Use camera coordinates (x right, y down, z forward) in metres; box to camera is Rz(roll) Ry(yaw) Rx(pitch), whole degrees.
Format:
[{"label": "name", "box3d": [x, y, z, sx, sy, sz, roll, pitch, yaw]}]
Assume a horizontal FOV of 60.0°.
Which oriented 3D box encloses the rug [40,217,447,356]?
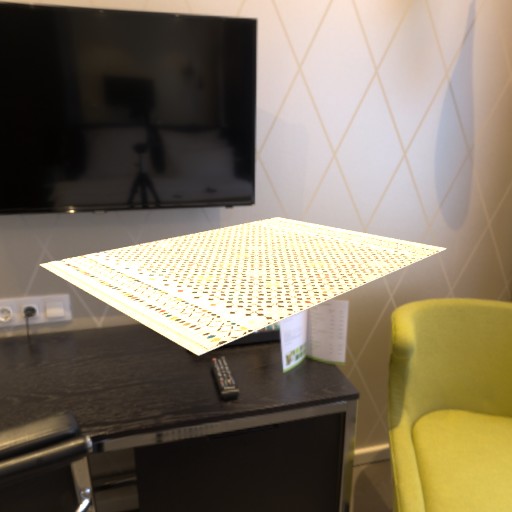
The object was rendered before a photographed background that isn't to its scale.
[{"label": "rug", "box3d": [0.000, 0.000, 2.090, 1.556, 0.006, 1.146, -15, 22, -42]}]
